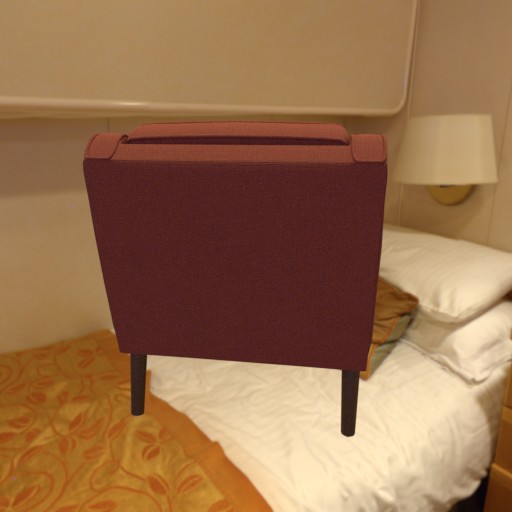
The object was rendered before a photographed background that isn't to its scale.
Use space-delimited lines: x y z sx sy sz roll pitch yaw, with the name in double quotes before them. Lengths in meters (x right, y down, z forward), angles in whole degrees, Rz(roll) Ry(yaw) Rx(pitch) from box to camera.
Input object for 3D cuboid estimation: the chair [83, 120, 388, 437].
"chair" 0.000 0.000 1.392 0.680 0.812 0.770 2 17 8
